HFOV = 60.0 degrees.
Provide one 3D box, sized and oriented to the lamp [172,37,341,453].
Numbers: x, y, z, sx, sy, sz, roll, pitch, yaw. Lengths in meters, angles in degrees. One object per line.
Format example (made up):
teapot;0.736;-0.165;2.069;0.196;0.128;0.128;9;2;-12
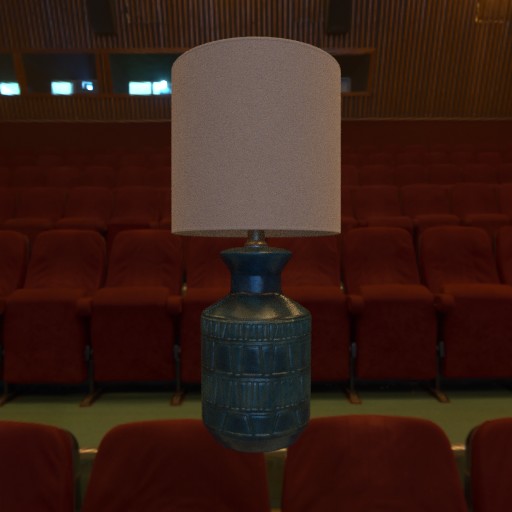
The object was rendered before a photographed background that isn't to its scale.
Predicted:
lamp;0.000;0.000;0.564;0.211;0.455;0.211;0;0;-1
